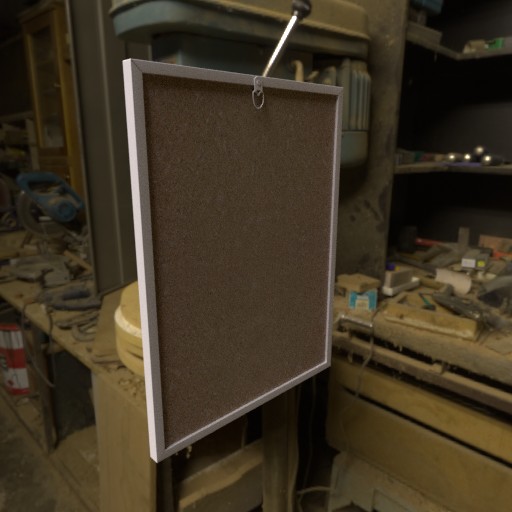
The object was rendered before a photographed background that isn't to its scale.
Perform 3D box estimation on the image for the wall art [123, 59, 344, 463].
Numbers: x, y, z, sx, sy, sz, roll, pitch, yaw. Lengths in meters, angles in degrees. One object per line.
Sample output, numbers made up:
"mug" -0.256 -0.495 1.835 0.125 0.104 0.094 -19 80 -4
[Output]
"wall art" 0.000 0.000 1.397 0.805 1.056 0.042 -14 20 -42
